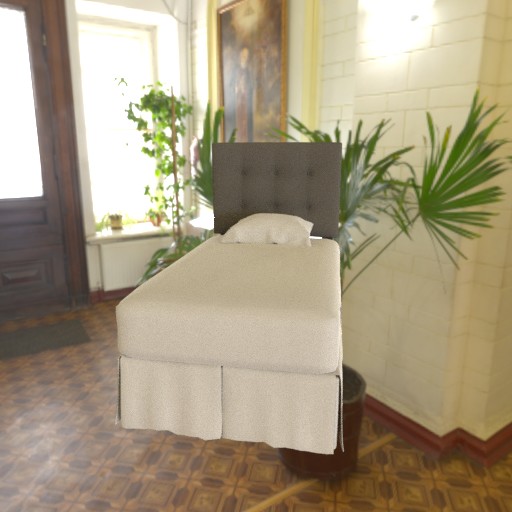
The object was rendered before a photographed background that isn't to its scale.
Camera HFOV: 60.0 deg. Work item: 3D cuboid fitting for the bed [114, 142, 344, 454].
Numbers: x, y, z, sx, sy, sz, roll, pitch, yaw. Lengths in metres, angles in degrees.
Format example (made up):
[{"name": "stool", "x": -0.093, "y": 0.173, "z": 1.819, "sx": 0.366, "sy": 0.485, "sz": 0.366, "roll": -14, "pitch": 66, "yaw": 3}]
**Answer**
[{"name": "bed", "x": 0.000, "y": 0.000, "z": 3.103, "sx": 1.261, "sy": 1.571, "sz": 1.997, "roll": 2, "pitch": 14, "yaw": 10}]
